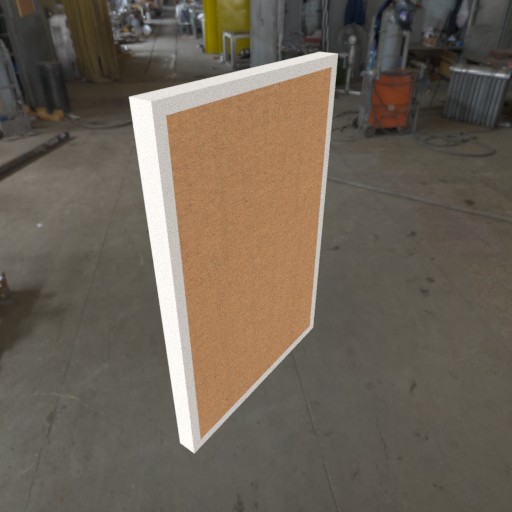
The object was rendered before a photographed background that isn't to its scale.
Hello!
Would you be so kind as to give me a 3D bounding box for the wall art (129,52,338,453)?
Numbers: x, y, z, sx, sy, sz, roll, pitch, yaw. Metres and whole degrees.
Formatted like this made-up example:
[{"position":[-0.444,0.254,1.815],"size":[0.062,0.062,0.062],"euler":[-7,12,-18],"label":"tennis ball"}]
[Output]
[{"position":[0.000,0.000,0.547],"size":[0.025,0.428,0.293],"euler":[22,38,30],"label":"wall art"}]
